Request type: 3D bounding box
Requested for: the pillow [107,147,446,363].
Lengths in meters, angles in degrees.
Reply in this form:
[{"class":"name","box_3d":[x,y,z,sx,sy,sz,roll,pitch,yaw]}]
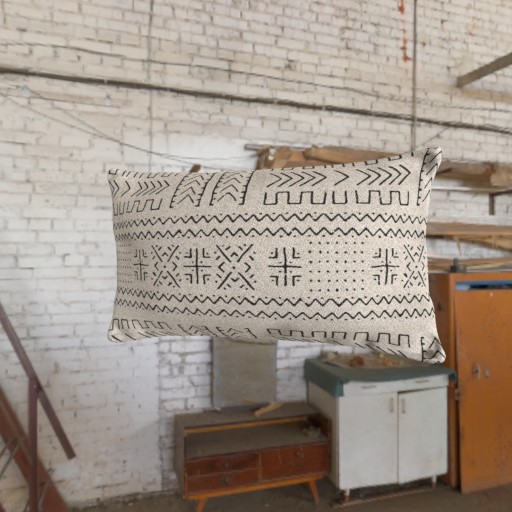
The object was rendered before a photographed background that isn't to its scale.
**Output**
[{"class":"pillow","box_3d":[0.000,0.000,0.800,0.637,0.352,0.188,0,0,17]}]
